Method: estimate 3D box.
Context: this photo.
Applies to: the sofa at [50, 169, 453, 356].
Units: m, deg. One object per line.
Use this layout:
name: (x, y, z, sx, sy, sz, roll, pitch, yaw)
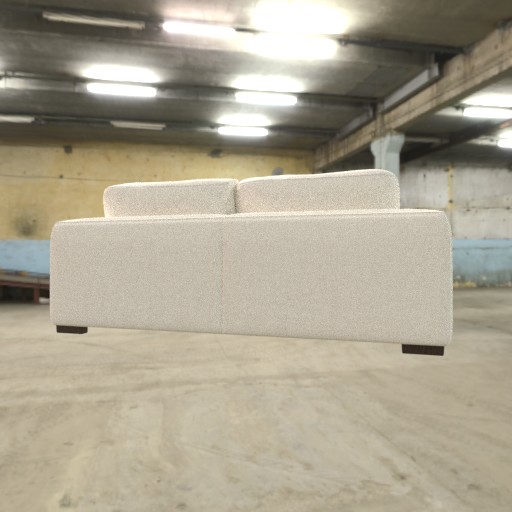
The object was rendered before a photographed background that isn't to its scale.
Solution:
sofa: (0.000, 0.000, 2.492, 1.920, 0.801, 1.069, 0, 0, 17)
